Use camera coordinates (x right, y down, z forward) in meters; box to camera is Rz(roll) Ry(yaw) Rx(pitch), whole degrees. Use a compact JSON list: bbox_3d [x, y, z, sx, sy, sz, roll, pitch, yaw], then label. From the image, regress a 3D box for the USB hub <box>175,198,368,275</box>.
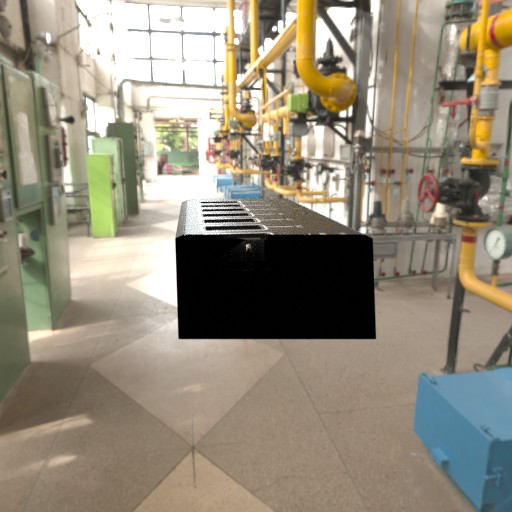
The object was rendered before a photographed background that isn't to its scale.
[{"bbox_3d":[0.000,0.000,0.130,0.044,0.023,0.110,-2,13,-8],"label":"USB hub"}]
